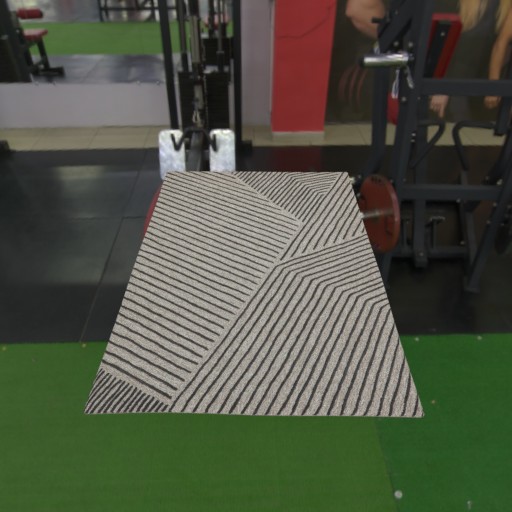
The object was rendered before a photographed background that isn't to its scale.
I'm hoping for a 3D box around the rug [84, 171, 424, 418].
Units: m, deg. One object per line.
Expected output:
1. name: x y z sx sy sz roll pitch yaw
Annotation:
1. rug: 0.000 0.000 2.316 1.237 0.019 1.842 0 39 0
